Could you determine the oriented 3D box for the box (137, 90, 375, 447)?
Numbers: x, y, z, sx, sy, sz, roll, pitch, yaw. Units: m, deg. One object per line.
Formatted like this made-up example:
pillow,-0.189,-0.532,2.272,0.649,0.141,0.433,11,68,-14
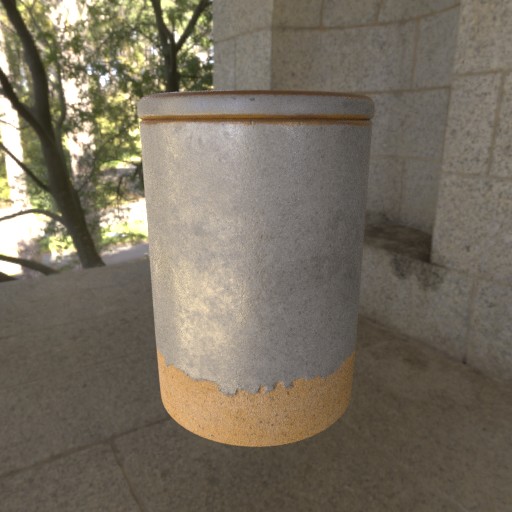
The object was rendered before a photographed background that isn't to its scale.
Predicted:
box,0.000,0.000,0.249,0.118,0.168,0.118,0,16,0
